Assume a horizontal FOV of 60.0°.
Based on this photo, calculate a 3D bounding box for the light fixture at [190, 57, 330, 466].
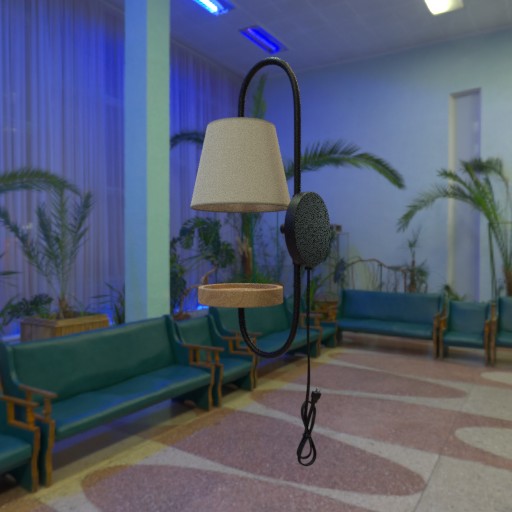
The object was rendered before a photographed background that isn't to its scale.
[{"bbox_3d":[0.000,0.000,0.943,0.299,0.821,0.220,1,1,36],"label":"light fixture"}]
